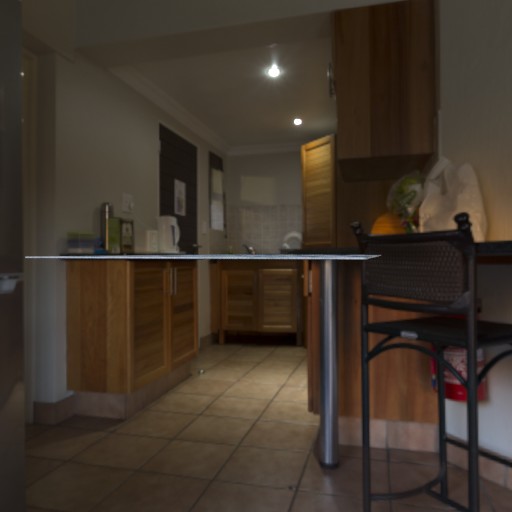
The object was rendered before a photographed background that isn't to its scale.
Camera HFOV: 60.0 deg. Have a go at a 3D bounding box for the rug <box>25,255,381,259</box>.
[{"bbox_3d":[0.000,0.000,2.329,1.229,0.005,1.827,0,0,17],"label":"rug"}]
